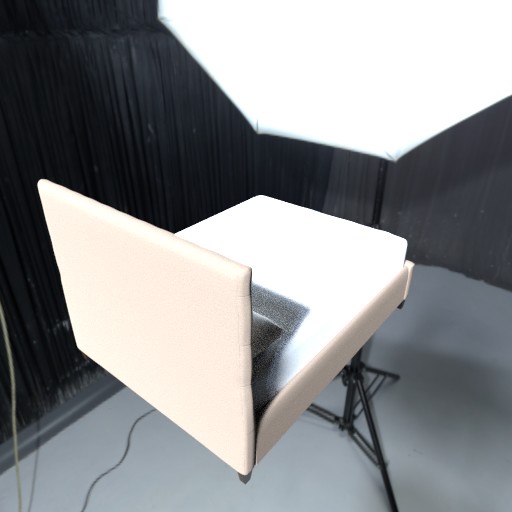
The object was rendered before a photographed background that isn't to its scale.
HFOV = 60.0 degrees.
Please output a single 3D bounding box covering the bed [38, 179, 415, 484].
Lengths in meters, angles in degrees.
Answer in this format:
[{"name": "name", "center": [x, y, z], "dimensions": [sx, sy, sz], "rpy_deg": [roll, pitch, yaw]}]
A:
[{"name": "bed", "center": [0.000, 0.000, 3.332], "dimensions": [1.696, 1.426, 2.233], "rpy_deg": [22, 36, 33]}]
